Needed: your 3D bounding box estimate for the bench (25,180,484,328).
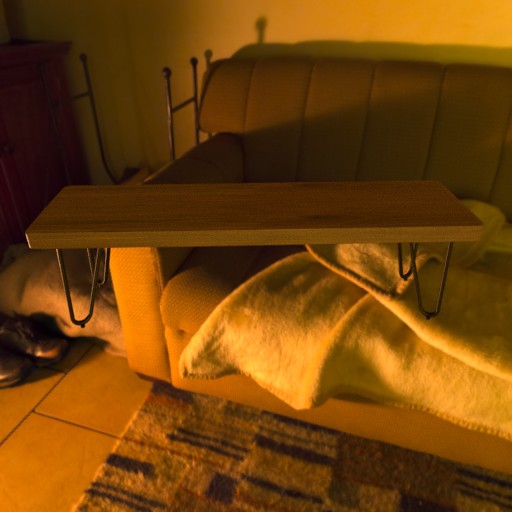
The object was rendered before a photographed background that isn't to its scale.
[{"bbox_3d":[0.000,0.000,1.796,1.570,0.462,0.425,-1,31,-2],"label":"bench"}]
